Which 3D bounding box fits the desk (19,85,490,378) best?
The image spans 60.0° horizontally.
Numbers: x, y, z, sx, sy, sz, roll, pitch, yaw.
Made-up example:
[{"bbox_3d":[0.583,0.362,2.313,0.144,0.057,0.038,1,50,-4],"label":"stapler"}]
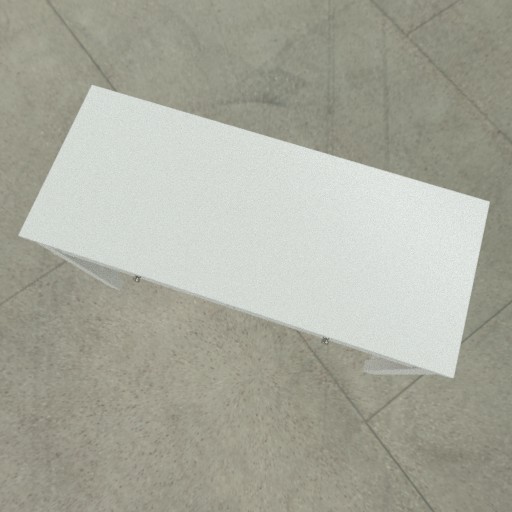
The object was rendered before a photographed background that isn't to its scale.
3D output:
[{"bbox_3d":[0.000,0.000,1.573,1.191,0.762,0.504,18,76,5],"label":"desk"}]
